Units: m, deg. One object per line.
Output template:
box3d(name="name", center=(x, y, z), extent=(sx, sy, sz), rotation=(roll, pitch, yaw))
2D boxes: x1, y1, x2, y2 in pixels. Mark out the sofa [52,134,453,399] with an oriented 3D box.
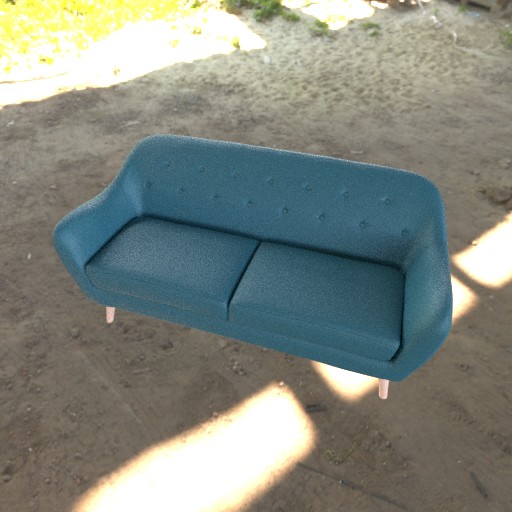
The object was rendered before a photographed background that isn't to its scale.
box3d(name="sofa", center=(0.000, 0.000, 2.289), extent=(1.840, 0.836, 0.820), rotation=(12, 41, 14))
